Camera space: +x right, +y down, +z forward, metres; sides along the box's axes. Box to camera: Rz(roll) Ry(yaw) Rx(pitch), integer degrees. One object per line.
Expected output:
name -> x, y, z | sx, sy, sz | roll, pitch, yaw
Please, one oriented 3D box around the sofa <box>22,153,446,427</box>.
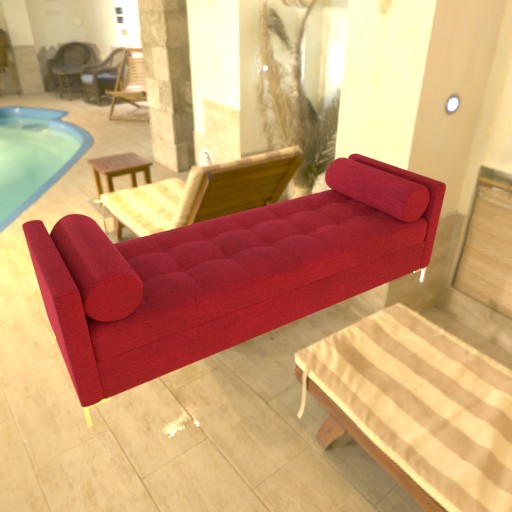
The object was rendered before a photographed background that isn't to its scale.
sofa -> 0.000, 0.000, 2.277 | 1.981, 0.635, 0.686 | -17, 33, -28
